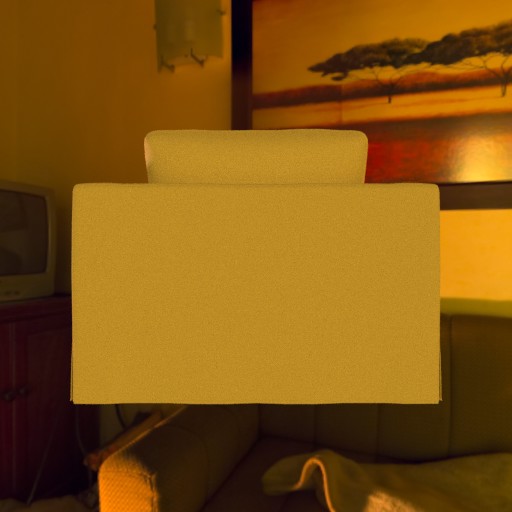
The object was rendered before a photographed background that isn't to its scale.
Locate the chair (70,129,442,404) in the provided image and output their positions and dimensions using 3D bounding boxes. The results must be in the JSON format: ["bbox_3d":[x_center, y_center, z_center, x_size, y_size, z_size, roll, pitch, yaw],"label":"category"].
[{"bbox_3d":[0.000,0.000,1.790,1.150,0.878,0.957,0,0,0],"label":"chair"}]
